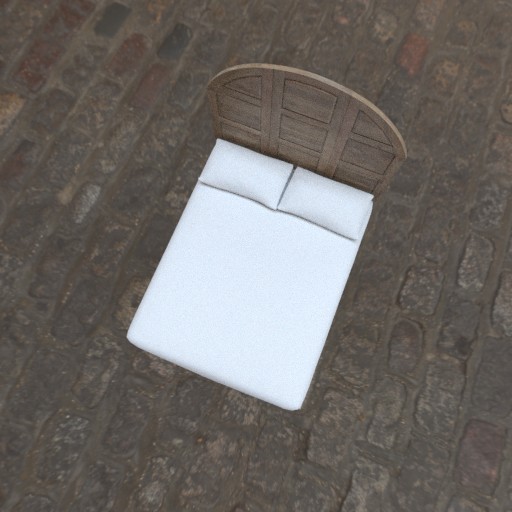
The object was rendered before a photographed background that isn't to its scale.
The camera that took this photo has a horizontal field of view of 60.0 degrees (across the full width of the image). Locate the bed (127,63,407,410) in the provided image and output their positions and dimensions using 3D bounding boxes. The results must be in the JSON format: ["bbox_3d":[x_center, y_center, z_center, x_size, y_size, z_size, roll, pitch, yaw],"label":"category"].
[{"bbox_3d":[0.000,0.000,3.586,1.713,2.002,2.112,21,77,5],"label":"bed"}]
